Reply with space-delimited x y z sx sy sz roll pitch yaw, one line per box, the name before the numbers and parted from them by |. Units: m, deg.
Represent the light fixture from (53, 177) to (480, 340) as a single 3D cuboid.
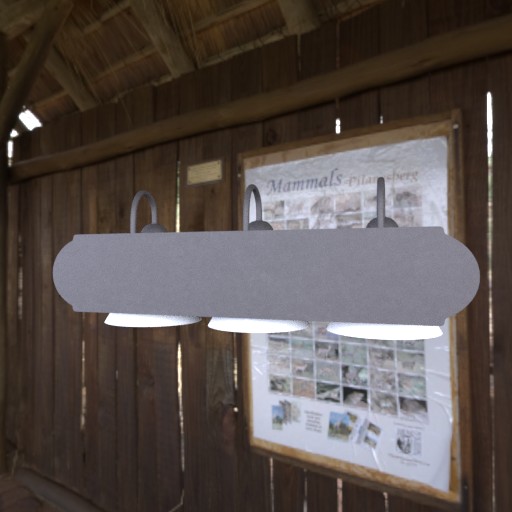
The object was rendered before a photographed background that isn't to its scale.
light fixture | 0.000 0.000 0.703 0.610 0.222 0.199 0 -1 18
